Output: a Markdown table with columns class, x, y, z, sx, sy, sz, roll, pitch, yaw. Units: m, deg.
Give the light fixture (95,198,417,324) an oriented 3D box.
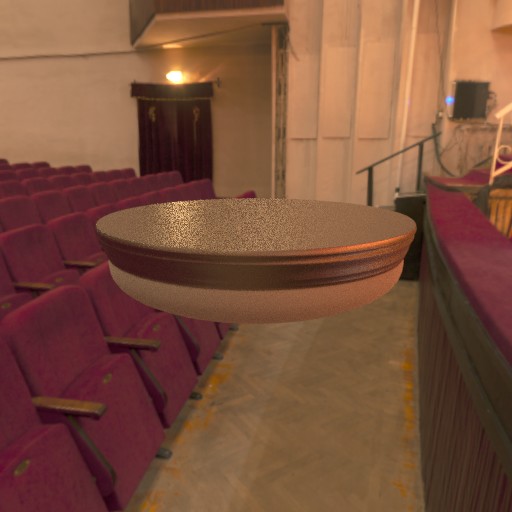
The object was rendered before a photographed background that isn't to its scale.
| class | x | y | z | sx | sy | sz | roll | pitch | yaw |
| --- | --- | --- | --- | --- | --- | --- | --- | --- | --- |
| light fixture | 0.000 | 0.000 | 0.549 | 0.368 | 0.100 | 0.368 | 0 | 14 | 0 |
